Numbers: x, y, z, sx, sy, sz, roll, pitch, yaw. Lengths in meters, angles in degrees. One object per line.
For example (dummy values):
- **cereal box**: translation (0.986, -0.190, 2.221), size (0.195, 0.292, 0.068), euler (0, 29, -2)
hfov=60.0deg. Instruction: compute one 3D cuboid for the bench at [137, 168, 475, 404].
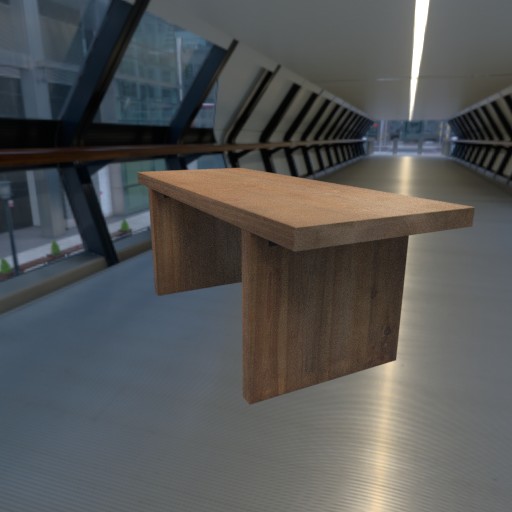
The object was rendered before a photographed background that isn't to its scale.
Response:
- **bench**: translation (0.000, 0.000, 1.427), size (0.458, 0.458, 1.183), euler (-8, 18, -26)
